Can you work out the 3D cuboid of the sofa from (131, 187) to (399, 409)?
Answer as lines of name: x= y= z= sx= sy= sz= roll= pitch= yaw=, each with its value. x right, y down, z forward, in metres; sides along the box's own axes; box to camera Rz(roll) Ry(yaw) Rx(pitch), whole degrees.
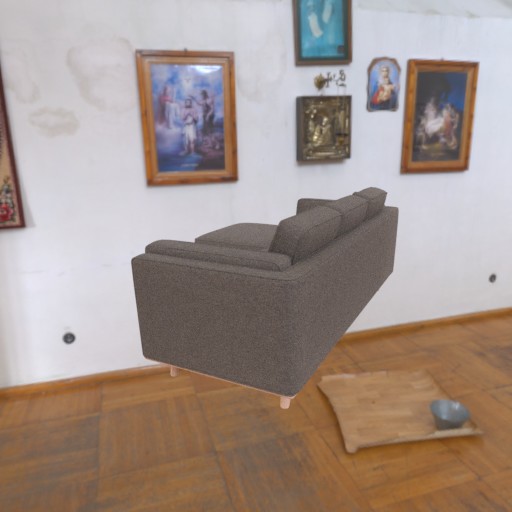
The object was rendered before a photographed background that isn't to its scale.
sofa: x=0.000 y=0.000 z=3.255 sx=1.604 sy=0.929 sz=2.411 roll=7 pitch=16 yaw=26
